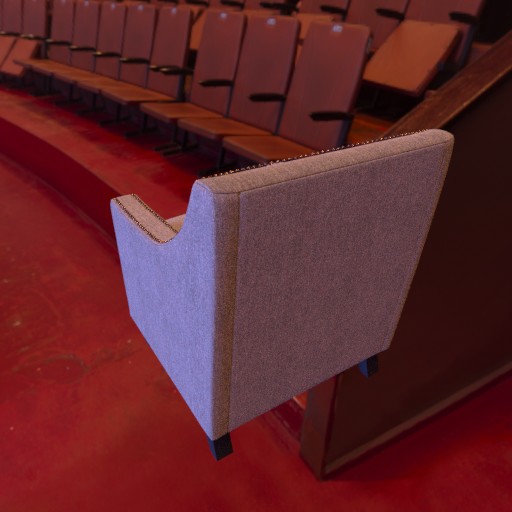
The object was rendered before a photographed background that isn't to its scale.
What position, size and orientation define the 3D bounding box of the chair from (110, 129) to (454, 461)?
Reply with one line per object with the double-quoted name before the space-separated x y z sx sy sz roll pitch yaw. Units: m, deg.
"chair" 0.000 0.000 1.587 0.776 0.967 0.884 -18 35 -28
